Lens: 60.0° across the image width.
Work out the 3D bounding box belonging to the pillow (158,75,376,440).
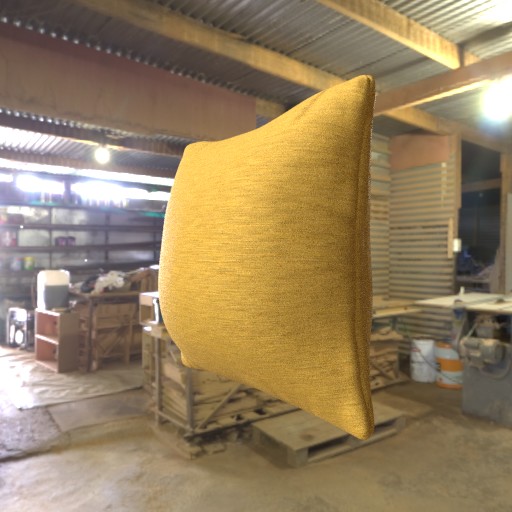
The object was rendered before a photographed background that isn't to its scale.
[{"bbox_3d":[0.000,0.000,0.671,0.247,0.417,0.435,0,0,-37],"label":"pillow"}]
